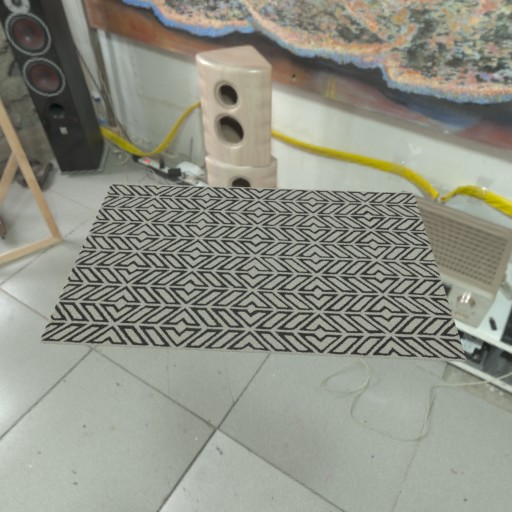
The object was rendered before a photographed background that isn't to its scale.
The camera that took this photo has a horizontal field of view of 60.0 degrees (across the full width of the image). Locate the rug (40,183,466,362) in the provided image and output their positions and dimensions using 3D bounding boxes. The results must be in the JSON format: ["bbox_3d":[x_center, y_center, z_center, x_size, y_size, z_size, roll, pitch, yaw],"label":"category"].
[{"bbox_3d":[0.000,0.000,3.043,2.438,0.008,1.523,2,46,2],"label":"rug"}]
